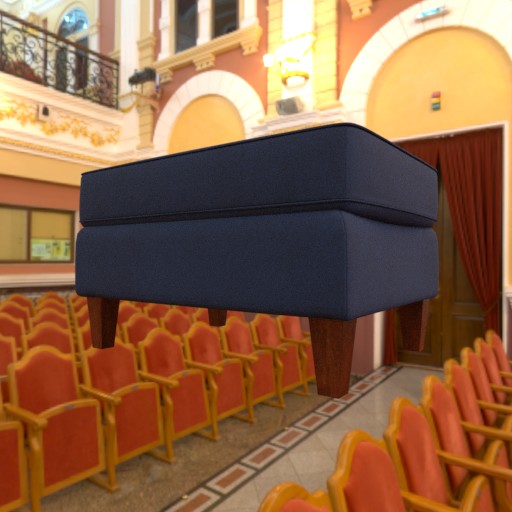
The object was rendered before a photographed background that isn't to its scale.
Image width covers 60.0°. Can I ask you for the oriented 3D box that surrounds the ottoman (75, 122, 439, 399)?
[{"bbox_3d":[0.000,0.000,1.398,0.965,0.584,0.686,0,0,36],"label":"ottoman"}]
